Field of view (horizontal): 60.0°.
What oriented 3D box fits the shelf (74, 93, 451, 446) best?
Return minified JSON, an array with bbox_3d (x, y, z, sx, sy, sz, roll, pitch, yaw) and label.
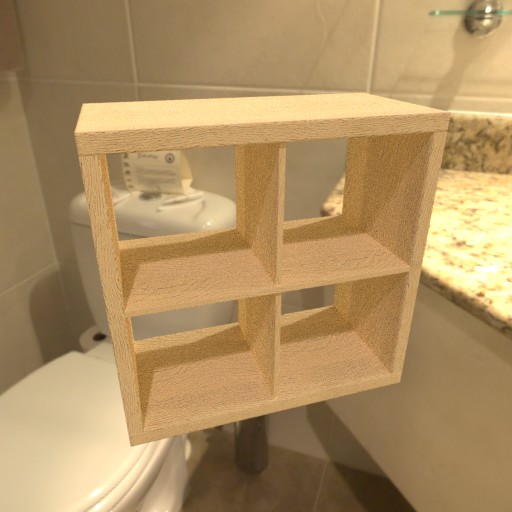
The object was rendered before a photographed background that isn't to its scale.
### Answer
[{"bbox_3d":[0.000,0.000,1.227,0.790,0.786,0.390,-8,28,-15],"label":"shelf"}]
